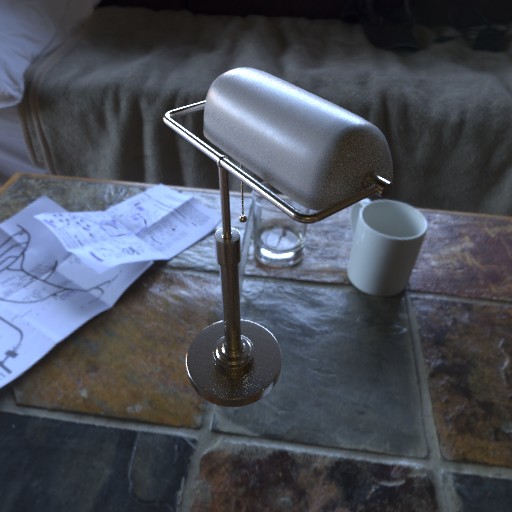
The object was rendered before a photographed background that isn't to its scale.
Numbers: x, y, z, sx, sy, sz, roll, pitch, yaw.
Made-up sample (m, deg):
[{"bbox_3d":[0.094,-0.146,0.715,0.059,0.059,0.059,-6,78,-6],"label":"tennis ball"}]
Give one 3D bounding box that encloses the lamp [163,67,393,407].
[{"bbox_3d":[0.000,0.000,0.564,0.227,0.404,0.269,-27,48,-26],"label":"lamp"}]
